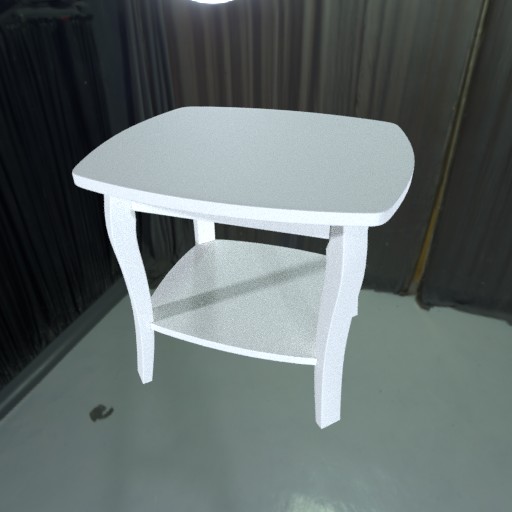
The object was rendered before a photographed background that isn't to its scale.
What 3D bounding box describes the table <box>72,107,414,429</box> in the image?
[{"bbox_3d":[0.000,0.000,0.850,0.502,0.438,0.451,9,34,14],"label":"table"}]
